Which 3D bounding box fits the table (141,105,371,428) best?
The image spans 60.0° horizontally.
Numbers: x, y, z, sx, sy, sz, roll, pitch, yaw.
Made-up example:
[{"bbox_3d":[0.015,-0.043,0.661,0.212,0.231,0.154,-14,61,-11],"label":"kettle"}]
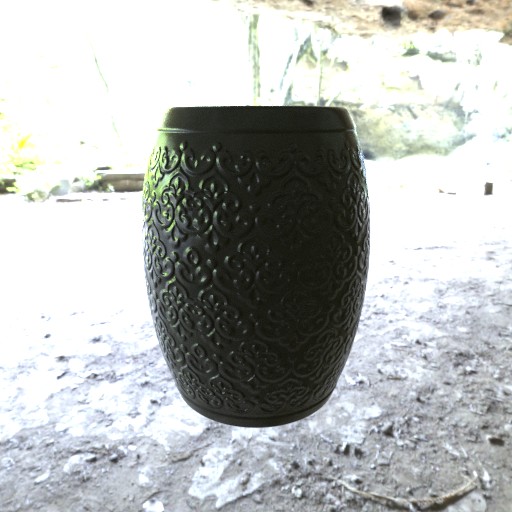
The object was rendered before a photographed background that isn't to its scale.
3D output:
[{"bbox_3d":[0.000,0.000,0.623,0.309,0.397,0.309,0,17,0],"label":"table"}]
